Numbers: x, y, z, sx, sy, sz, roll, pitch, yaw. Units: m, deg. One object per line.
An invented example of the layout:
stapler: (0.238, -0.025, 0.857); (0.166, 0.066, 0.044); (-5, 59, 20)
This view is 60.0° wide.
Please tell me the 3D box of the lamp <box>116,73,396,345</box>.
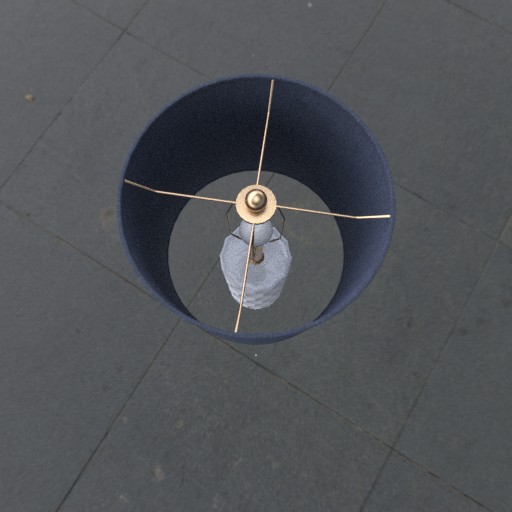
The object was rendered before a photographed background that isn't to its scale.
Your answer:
lamp: (0.000, 0.000, 0.700); (0.277, 0.537, 0.277); (-43, 81, -9)
